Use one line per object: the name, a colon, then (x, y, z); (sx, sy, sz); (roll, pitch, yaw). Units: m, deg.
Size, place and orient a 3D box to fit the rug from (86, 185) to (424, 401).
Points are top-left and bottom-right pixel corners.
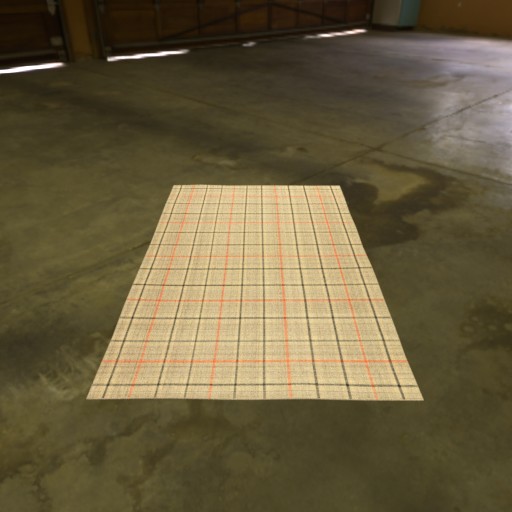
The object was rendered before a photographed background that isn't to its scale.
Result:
rug: (0.000, 0.000, 3.033); (1.524, 0.015, 2.439); (0, 32, 0)
